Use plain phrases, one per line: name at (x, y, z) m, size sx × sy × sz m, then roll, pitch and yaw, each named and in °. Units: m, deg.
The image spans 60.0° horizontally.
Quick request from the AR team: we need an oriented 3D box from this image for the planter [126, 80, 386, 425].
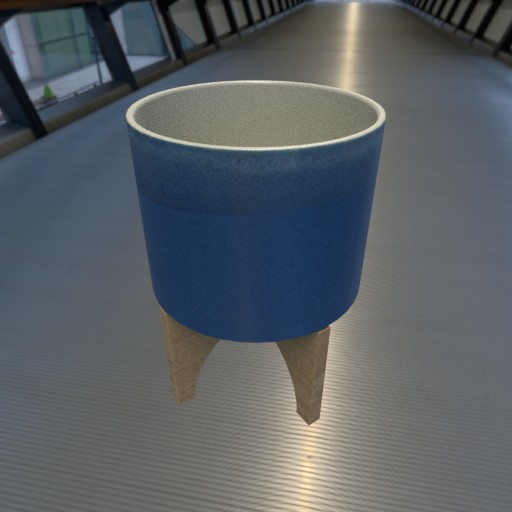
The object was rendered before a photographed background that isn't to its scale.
planter at (0.000, 0.000, 0.556) m, size 0.261 × 0.367 × 0.261 m, roll 0°, pitch 33°, yaw 0°
